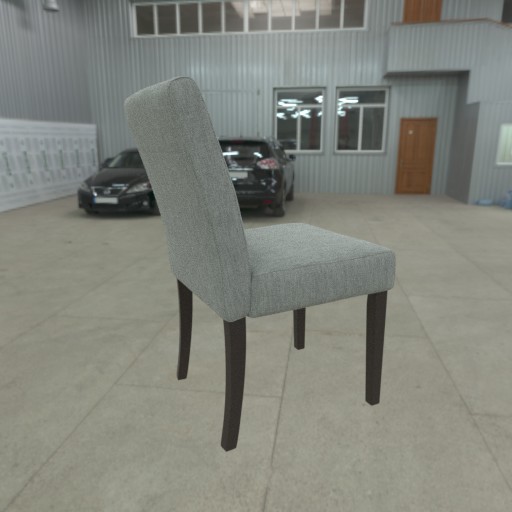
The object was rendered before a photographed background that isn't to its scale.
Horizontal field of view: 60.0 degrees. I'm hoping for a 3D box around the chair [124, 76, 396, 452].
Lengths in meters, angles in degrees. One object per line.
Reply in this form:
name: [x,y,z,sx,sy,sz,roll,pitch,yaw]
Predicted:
chair: [0.000,0.000,1.267,0.629,0.884,0.487,-7,16,-26]
